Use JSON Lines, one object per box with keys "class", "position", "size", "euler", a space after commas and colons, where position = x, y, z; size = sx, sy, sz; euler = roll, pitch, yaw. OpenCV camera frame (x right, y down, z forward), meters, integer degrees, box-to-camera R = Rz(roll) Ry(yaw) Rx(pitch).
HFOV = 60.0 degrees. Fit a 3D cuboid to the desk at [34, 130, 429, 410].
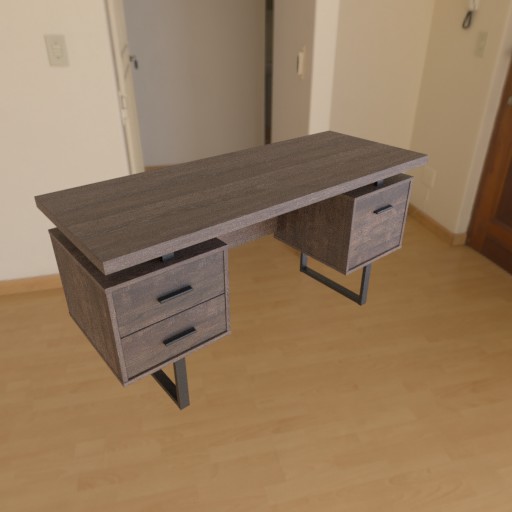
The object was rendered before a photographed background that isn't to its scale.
{"class": "desk", "position": [0.000, 0.000, 1.961], "size": [1.524, 0.760, 0.600], "euler": [-22, 36, -34]}
